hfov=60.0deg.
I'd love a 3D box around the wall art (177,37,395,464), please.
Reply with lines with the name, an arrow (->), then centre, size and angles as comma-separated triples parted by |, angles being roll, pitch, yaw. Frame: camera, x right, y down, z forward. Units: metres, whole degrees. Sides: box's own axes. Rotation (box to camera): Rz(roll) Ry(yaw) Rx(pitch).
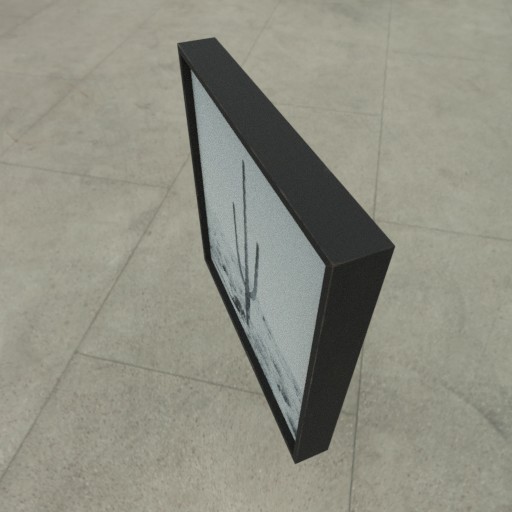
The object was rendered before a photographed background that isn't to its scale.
wall art -> 0.000, 0.000, 0.441 | 0.038, 0.305, 0.305 | -17, 49, -15
